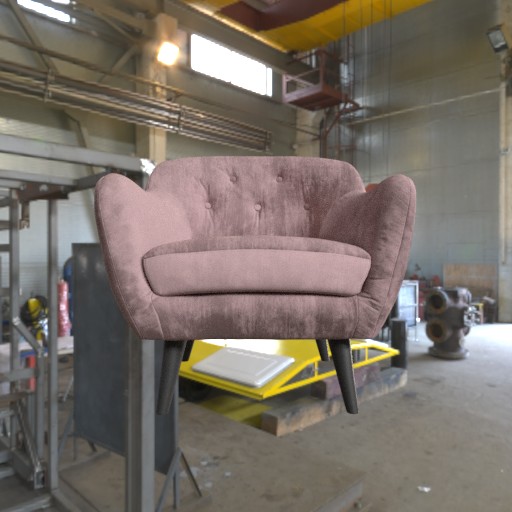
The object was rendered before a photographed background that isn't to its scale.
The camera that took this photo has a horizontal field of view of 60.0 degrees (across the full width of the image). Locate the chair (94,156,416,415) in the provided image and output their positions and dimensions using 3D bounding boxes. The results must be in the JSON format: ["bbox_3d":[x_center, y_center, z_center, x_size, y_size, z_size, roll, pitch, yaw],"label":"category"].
[{"bbox_3d":[0.000,0.000,1.496,0.840,0.820,0.820,0,1,-1],"label":"chair"}]
